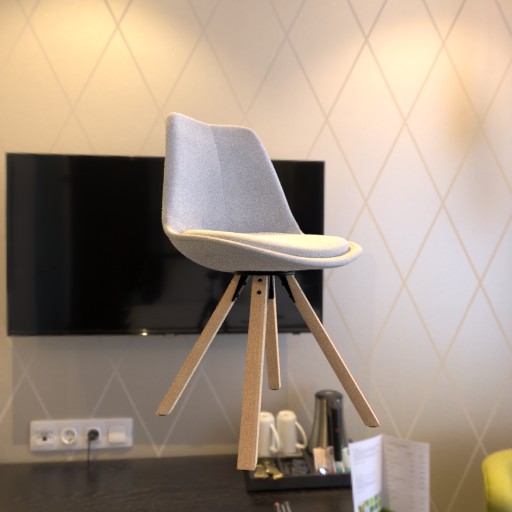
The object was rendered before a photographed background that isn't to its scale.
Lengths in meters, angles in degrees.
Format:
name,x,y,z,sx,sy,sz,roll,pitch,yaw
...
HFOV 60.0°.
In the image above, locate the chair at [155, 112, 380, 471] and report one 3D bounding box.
name,x,y,z,sx,sy,sz,roll,pitch,yaw
chair,0.000,0.000,1.199,0.474,0.863,0.549,0,0,-36
